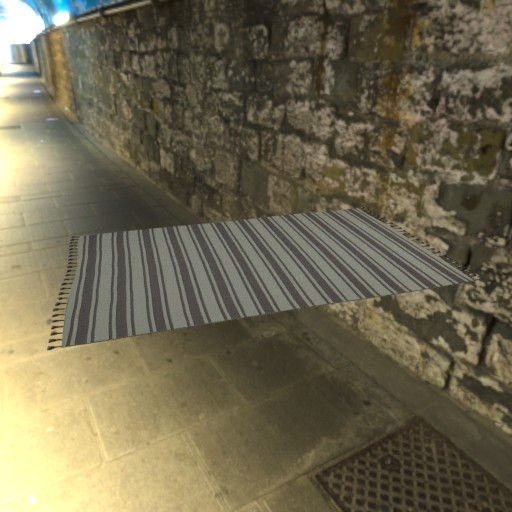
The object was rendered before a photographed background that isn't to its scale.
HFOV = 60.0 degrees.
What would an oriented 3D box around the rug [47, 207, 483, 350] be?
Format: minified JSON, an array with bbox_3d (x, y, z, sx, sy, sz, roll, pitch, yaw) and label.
[{"bbox_3d":[0.000,0.000,2.534,2.096,0.011,1.229,-7,26,-15],"label":"rug"}]
